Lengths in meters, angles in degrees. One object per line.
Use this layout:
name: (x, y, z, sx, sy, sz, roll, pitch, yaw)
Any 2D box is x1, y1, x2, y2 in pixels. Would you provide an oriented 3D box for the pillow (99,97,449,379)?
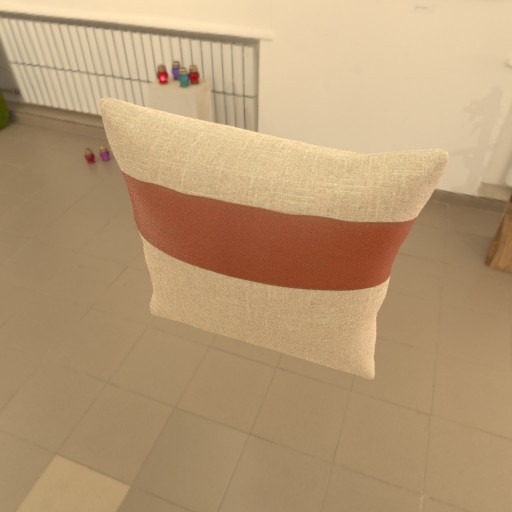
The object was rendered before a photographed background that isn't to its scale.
pillow: (0.000, 0.000, 0.627, 0.414, 0.399, 0.173, 14, 43, 15)
